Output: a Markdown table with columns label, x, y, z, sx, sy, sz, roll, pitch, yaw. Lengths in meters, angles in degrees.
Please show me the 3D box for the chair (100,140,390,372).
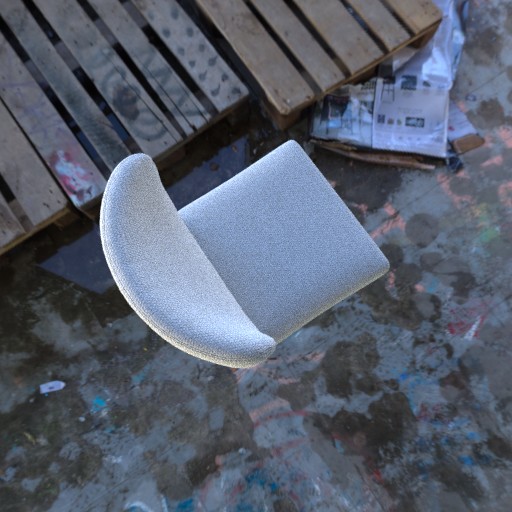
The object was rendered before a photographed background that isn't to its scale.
| label | x | y | z | sx | sy | sz | roll | pitch | yaw |
| --- | --- | --- | --- | --- | --- | --- | --- | --- | --- |
| chair | 0.000 | 0.000 | 1.231 | 0.589 | 0.839 | 0.491 | -33 | 79 | -8 |
